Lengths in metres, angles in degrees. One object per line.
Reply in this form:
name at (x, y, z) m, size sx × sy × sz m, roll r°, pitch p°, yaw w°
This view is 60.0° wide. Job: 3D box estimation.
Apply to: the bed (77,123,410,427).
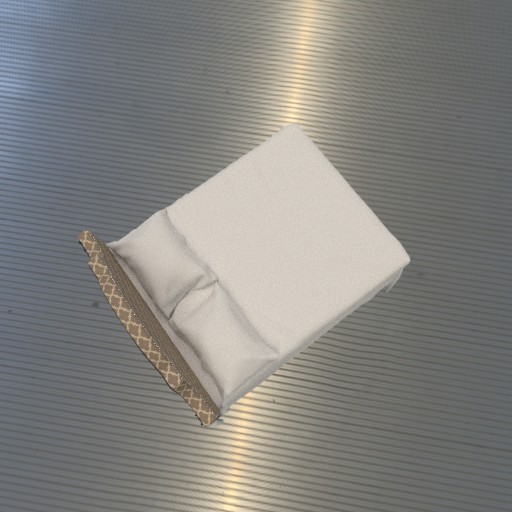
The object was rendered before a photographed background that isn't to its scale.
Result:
bed at (0.000, 0.000, 3.500) m, size 2.222 × 1.633 × 1.780 m, roll -36°, pitch 79°, yaw -8°
